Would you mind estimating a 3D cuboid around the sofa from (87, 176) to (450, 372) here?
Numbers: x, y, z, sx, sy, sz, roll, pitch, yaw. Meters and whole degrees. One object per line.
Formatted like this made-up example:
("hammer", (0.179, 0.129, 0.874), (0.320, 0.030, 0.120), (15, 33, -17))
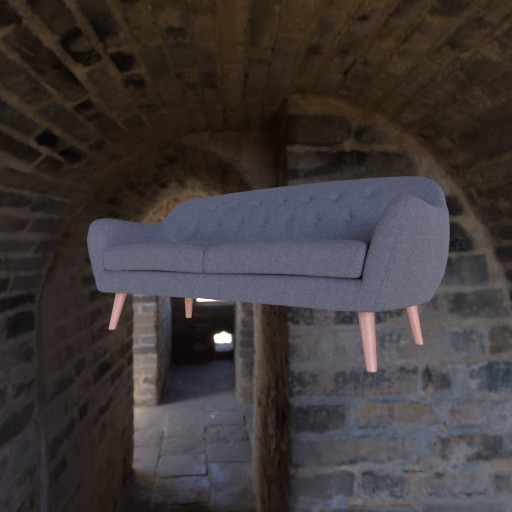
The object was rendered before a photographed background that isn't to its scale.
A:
("sofa", (0.000, 0.000, 2.284), (1.840, 0.820, 0.820), (0, 0, 36))
